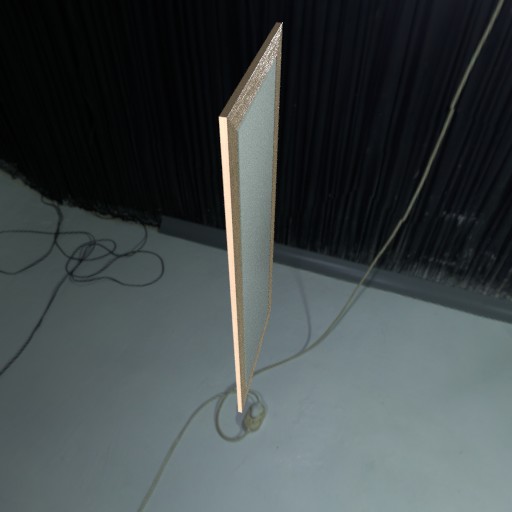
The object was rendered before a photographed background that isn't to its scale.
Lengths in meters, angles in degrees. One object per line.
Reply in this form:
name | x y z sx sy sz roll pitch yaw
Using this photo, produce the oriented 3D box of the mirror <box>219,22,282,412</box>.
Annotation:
mirror | 0.000 0.000 2.337 0.026 2.031 0.812 10 47 10
